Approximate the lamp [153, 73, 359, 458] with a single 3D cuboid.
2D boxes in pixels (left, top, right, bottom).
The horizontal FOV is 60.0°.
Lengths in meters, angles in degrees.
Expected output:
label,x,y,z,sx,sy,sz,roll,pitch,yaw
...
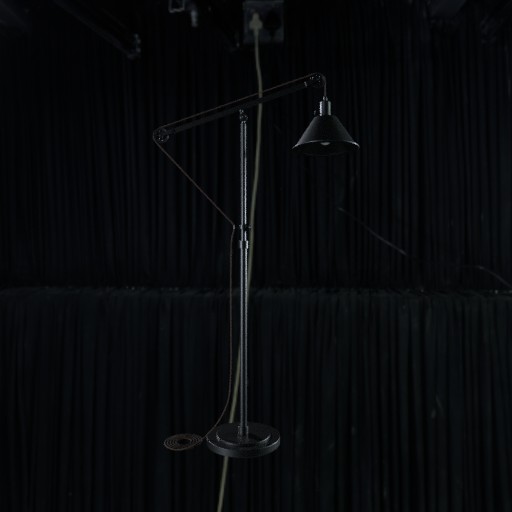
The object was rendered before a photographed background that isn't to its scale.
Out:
label,x,y,z,sx,sy,sz,roll,pitch,yaw
lamp,0.000,0.000,1.951,0.904,1.626,0.319,0,-1,-1
